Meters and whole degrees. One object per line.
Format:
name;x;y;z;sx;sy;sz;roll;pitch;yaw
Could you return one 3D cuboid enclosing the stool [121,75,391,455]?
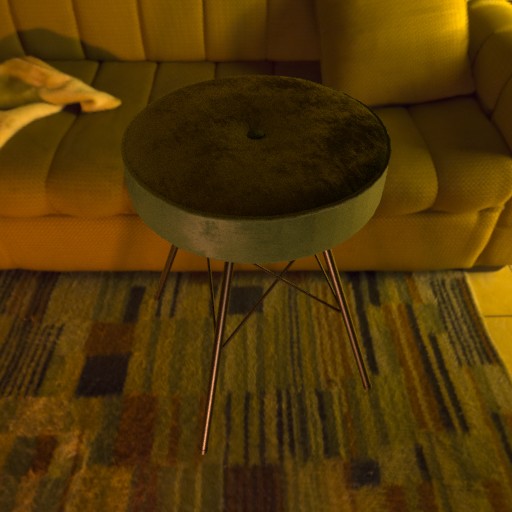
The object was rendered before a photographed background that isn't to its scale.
stool;0.000;0.000;0.908;0.430;0.595;0.457;-16;48;-15
